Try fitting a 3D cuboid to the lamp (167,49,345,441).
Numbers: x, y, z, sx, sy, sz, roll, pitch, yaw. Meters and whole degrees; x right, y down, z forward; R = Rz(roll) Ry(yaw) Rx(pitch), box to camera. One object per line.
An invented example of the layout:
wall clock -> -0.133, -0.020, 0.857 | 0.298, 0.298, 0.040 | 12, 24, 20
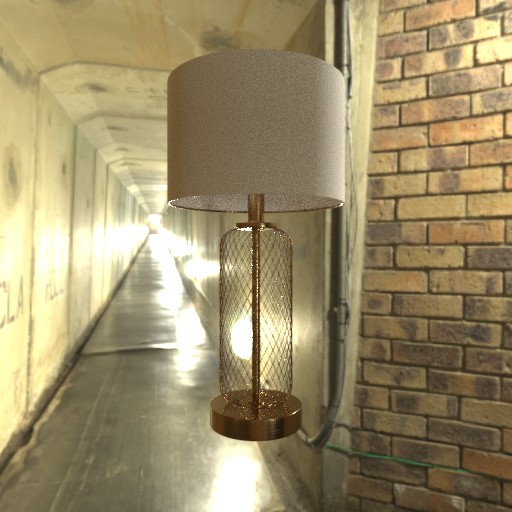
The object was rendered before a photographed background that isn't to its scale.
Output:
lamp -> 0.000, 0.000, 0.642 | 0.252, 0.483, 0.252 | 0, 0, 19
